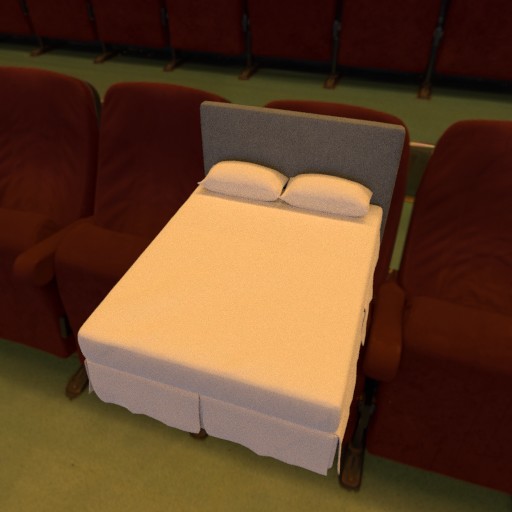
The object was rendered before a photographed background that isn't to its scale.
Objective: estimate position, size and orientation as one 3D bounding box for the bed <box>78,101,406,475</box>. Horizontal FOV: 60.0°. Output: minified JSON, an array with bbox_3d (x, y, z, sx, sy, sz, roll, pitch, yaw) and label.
[{"bbox_3d":[0.000,0.000,3.147,1.713,1.330,2.142,12,41,14],"label":"bed"}]
